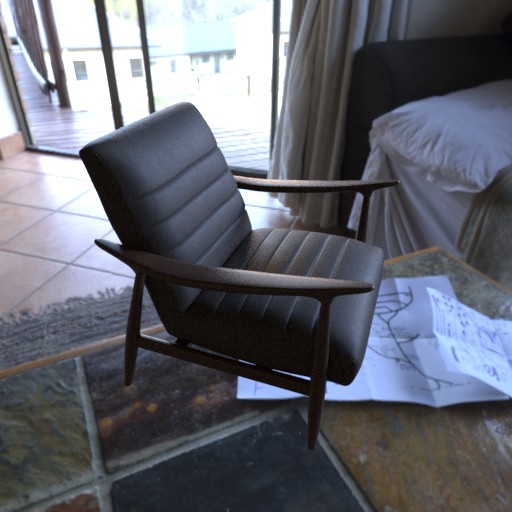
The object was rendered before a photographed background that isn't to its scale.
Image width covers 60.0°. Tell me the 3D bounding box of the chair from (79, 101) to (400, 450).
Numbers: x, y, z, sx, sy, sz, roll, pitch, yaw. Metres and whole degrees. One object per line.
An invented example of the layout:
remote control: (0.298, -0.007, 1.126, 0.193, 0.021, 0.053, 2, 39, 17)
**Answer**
chair: (0.000, 0.000, 1.451, 0.798, 0.831, 0.741, 11, 33, 17)
